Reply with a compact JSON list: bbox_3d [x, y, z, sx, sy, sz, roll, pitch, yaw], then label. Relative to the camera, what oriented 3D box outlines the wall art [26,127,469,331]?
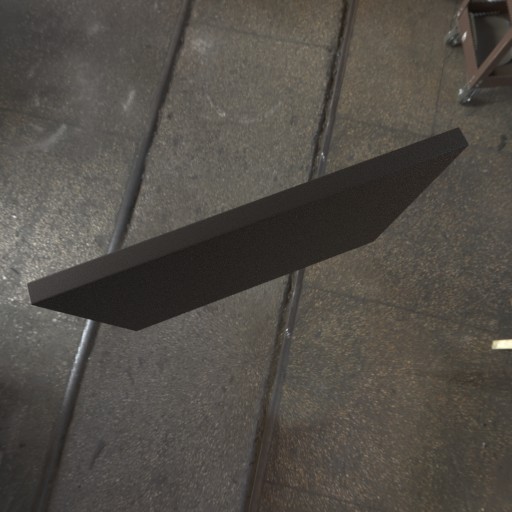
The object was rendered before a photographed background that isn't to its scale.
[{"bbox_3d":[0.000,0.000,0.750,0.558,0.457,0.031,-20,77,-5],"label":"wall art"}]
